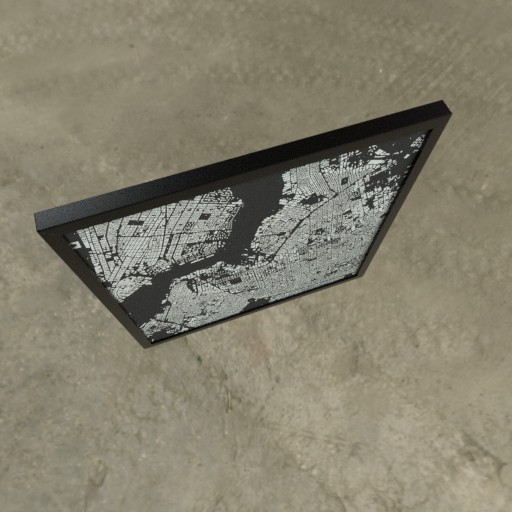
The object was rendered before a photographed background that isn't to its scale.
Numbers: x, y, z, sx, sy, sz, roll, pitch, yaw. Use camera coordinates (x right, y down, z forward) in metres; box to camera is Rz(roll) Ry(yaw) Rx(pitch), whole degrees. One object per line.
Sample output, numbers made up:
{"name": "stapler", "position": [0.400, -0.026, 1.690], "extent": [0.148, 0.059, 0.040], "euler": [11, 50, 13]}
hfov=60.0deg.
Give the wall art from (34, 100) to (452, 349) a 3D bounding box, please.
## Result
{"name": "wall art", "position": [0.000, 0.000, 1.110], "extent": [0.755, 0.761, 0.038], "euler": [-17, 65, -8]}
